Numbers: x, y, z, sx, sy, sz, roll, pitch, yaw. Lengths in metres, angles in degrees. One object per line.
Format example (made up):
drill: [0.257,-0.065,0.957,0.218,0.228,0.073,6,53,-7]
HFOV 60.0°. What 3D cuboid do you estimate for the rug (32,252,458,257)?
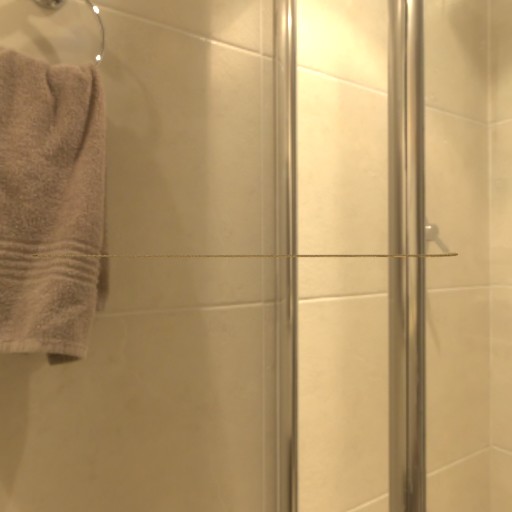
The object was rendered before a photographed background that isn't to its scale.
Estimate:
rug: [0.000,0.000,3.081,2.435,0.018,1.540,0,0,18]
